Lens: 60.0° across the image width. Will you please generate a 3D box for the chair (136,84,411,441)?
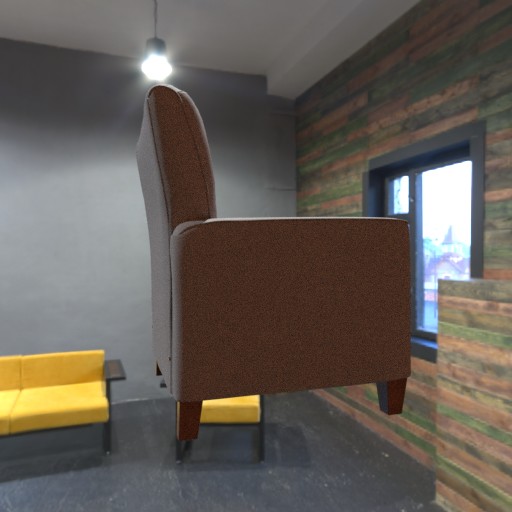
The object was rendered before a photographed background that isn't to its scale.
[{"bbox_3d":[0.000,0.000,1.676,0.859,1.023,0.845,0,0,-18],"label":"chair"}]
